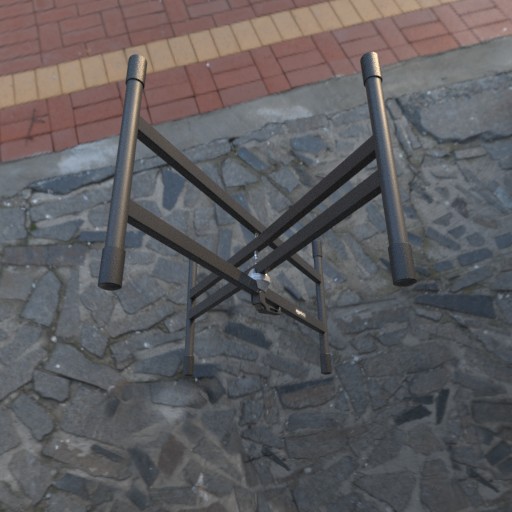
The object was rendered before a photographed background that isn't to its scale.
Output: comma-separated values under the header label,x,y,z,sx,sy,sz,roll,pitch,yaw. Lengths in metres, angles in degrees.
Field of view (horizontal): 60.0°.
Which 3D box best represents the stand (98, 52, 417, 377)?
label,x,y,z,sx,sy,sz,roll,pitch,yaw
stand,0.000,0.000,1.190,0.503,0.900,0.495,-1,66,0
